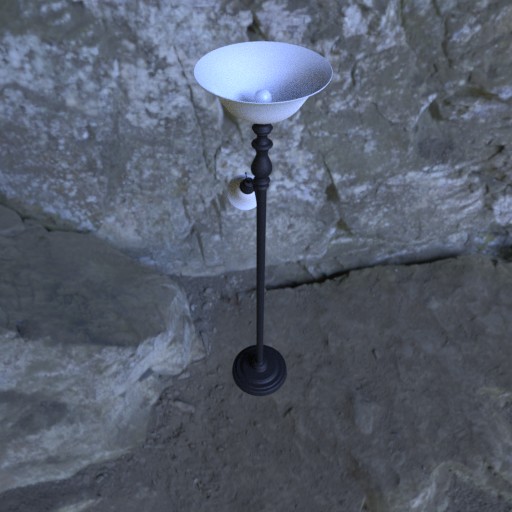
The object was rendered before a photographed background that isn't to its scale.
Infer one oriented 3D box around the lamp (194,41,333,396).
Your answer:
[{"bbox_3d":[0.000,0.000,2.013,0.405,1.793,0.588,-10,48,-9],"label":"lamp"}]
